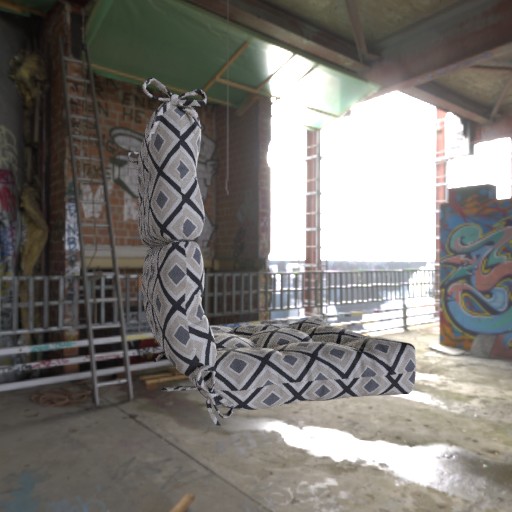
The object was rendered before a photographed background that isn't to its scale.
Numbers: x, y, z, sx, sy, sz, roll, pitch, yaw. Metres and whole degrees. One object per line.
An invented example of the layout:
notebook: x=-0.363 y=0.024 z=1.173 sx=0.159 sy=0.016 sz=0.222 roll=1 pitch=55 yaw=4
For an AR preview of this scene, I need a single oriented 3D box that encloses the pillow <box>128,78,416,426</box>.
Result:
pillow: x=0.000 y=0.000 z=1.056 sx=0.571 sy=0.605 sz=0.519 roll=0 pitch=-1 yaw=-18
